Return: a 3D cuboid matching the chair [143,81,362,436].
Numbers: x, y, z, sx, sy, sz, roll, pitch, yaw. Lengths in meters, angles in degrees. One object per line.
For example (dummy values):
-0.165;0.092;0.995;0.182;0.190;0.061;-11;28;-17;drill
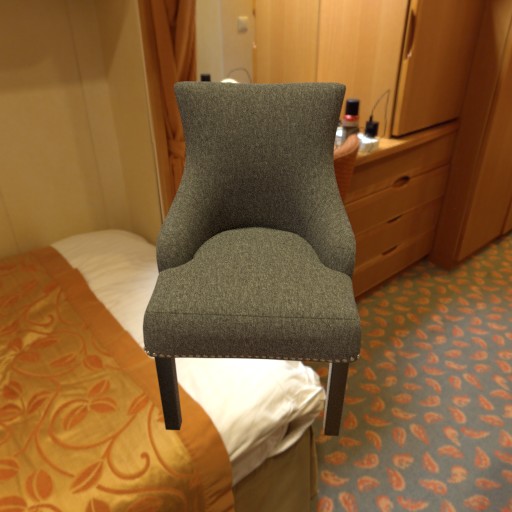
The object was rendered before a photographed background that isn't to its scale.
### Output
0.000;0.000;1.324;0.566;0.909;0.629;1;30;2;chair
